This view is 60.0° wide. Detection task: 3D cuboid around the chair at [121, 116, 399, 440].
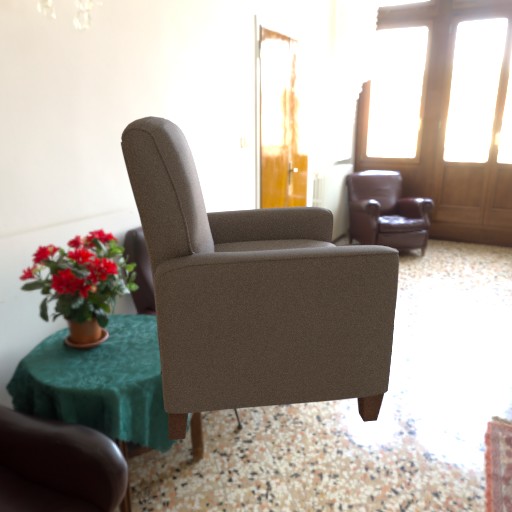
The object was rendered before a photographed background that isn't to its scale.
[{"bbox_3d":[0.000,0.000,1.717,0.859,1.023,0.845,-2,16,-8],"label":"chair"}]
